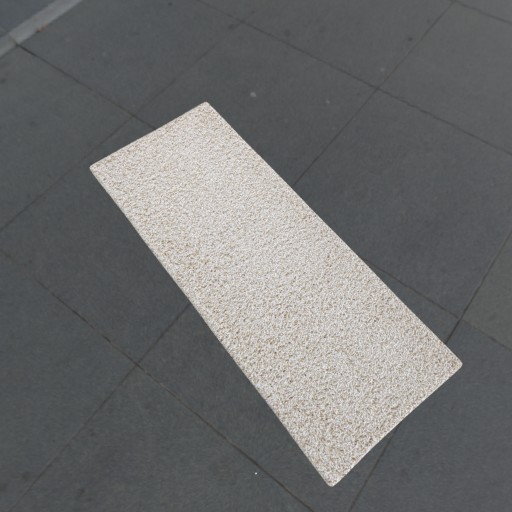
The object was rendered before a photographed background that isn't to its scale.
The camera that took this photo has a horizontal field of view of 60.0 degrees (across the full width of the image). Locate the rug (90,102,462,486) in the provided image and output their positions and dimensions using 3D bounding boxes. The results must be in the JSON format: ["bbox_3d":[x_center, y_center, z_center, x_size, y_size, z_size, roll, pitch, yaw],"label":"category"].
[{"bbox_3d":[0.000,0.000,1.696,0.609,0.030,1.524,-35,69,-16],"label":"rug"}]
